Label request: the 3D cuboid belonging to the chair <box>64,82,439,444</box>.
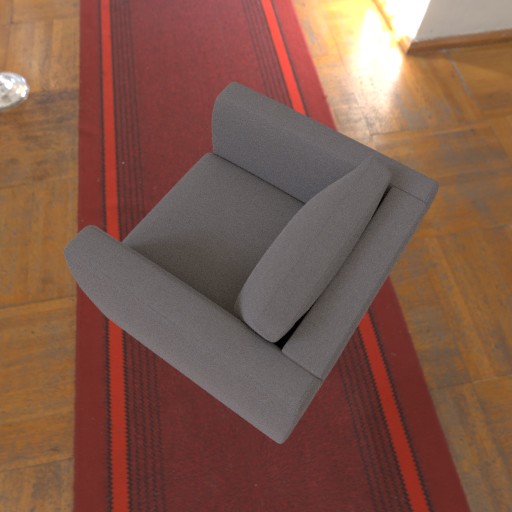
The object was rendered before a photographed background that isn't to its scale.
[{"bbox_3d":[0.000,0.000,1.733,0.930,0.860,1.000,32,67,15],"label":"chair"}]
